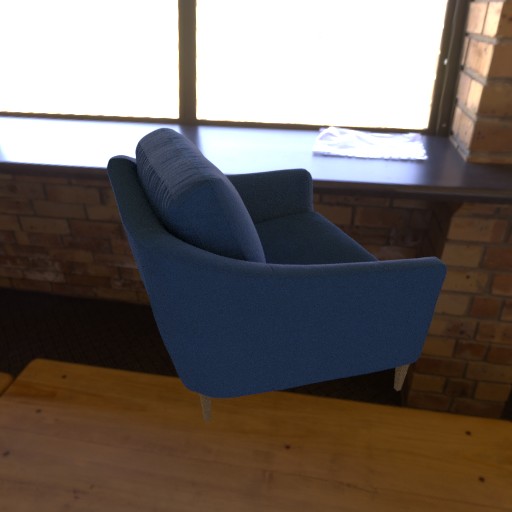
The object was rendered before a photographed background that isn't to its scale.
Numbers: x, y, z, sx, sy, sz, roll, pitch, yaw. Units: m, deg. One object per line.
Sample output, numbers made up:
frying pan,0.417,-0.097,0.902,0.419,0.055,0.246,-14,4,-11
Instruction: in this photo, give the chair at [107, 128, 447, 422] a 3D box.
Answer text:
chair,0.000,0.000,1.708,0.961,0.899,0.987,-11,32,-18
